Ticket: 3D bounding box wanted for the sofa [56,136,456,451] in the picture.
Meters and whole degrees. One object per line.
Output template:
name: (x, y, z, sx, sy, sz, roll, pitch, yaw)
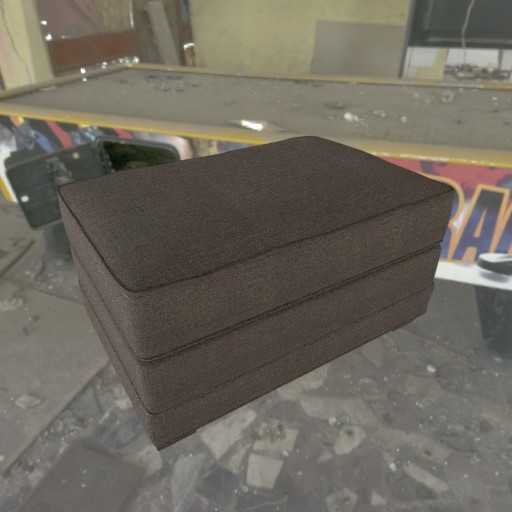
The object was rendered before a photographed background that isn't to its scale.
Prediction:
sofa: (0.000, 0.000, 1.203, 0.854, 0.457, 0.578, -18, 36, -28)
